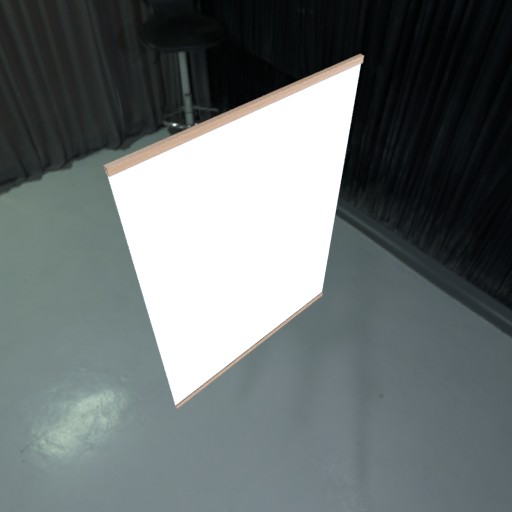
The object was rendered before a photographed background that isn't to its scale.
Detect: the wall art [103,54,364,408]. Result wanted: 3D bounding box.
[{"bbox_3d":[0.000,0.000,1.370,0.758,1.016,0.013,-33,55,-28],"label":"wall art"}]
